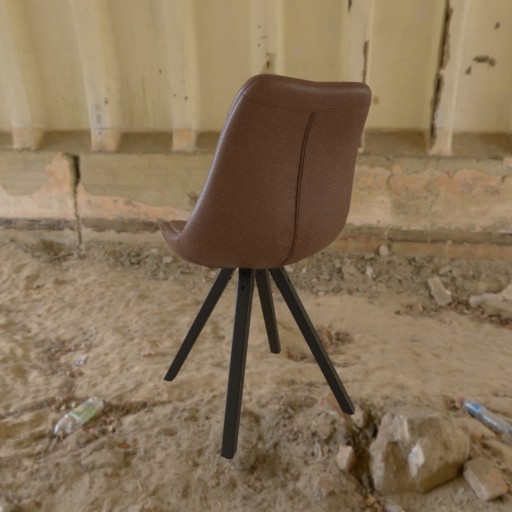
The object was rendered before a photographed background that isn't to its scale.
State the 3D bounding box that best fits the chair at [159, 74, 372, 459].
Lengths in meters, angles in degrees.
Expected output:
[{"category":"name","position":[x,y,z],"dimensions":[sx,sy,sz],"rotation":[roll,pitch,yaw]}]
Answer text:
[{"category":"chair","position":[0.000,0.000,1.213],"dimensions":[0.475,0.850,0.550],"rotation":[-8,16,-28]}]
